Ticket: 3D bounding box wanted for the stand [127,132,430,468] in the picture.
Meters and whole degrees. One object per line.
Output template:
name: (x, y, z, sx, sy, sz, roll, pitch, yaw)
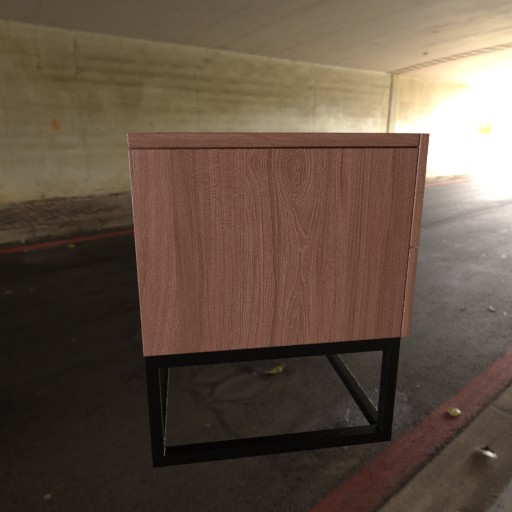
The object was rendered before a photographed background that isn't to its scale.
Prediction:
stand: (0.000, 0.000, 0.933, 0.420, 0.500, 0.600, -2, 16, -9)
